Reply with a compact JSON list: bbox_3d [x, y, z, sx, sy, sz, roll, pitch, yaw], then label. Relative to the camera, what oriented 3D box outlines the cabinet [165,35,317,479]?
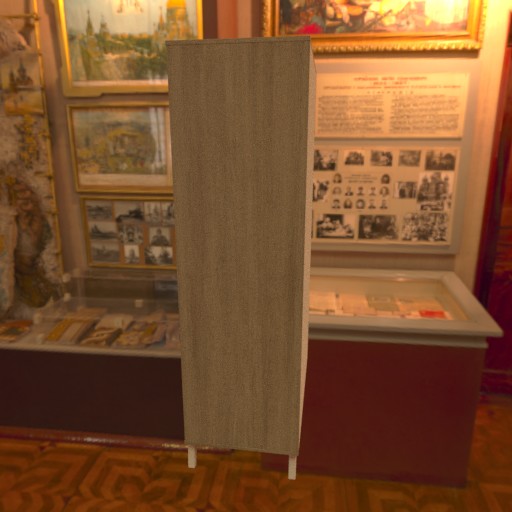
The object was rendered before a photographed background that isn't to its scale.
[{"bbox_3d":[0.000,0.000,2.445,0.571,1.999,1.006,2,15,9],"label":"cabinet"}]
